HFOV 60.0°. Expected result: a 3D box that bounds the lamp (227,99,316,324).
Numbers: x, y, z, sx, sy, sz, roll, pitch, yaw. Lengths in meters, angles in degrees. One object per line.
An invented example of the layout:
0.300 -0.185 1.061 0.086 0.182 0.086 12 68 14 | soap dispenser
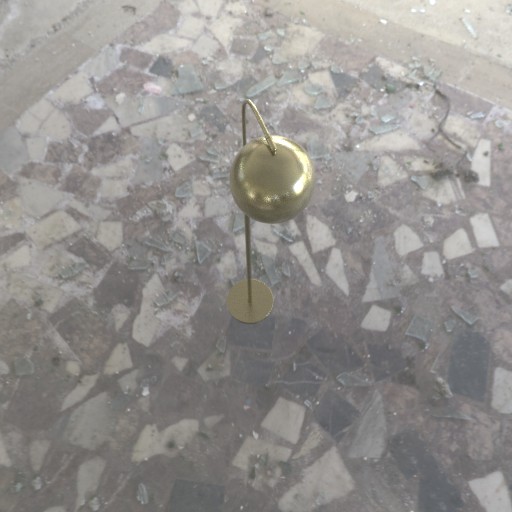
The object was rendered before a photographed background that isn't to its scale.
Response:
0.000 0.000 1.685 0.250 1.526 0.431 -18 66 -9 | lamp
